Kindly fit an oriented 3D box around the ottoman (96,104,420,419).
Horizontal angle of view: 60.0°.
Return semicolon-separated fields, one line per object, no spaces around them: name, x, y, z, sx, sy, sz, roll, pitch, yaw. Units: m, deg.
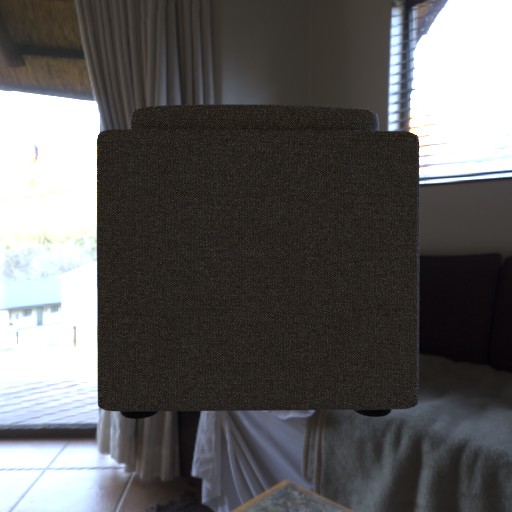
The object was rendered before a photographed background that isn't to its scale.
ottoman;0.000;0.000;0.826;0.450;0.460;0.450;0;1;-1
